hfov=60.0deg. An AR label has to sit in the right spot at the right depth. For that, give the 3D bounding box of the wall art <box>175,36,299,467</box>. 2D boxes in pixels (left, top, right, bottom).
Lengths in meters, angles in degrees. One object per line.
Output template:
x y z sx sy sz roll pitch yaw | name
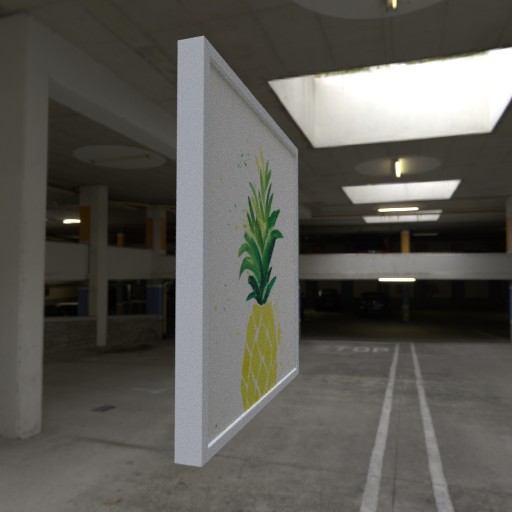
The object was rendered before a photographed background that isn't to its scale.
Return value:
0.000 0.000 0.767 0.035 0.507 0.508 -1 -3 18 | wall art
